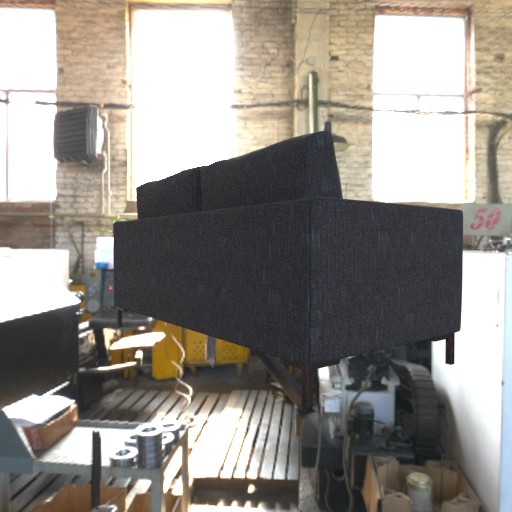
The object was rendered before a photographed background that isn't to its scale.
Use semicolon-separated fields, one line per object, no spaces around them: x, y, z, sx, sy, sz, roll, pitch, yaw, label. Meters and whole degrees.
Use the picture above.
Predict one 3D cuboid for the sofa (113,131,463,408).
0.000;0.000;2.208;0.866;0.862;1.716;-1;2;-37;sofa
